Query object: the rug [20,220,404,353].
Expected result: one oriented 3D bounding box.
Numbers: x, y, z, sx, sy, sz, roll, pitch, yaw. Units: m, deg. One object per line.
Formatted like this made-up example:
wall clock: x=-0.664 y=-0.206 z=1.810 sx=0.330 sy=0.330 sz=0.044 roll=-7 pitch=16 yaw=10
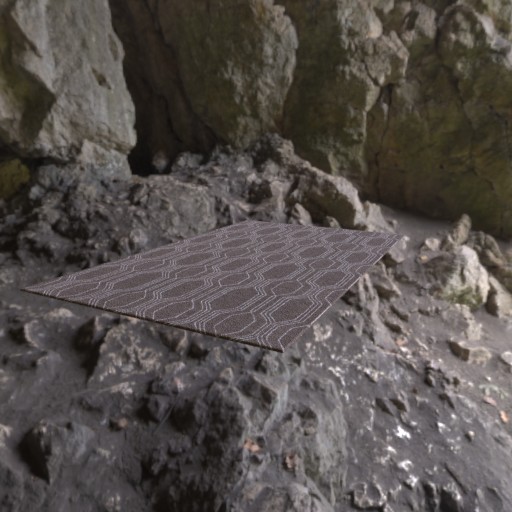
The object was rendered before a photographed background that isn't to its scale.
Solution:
rug: x=0.000 y=0.000 z=3.053 sx=1.541 sy=0.012 sz=2.457 roll=8 pitch=16 yaw=27
